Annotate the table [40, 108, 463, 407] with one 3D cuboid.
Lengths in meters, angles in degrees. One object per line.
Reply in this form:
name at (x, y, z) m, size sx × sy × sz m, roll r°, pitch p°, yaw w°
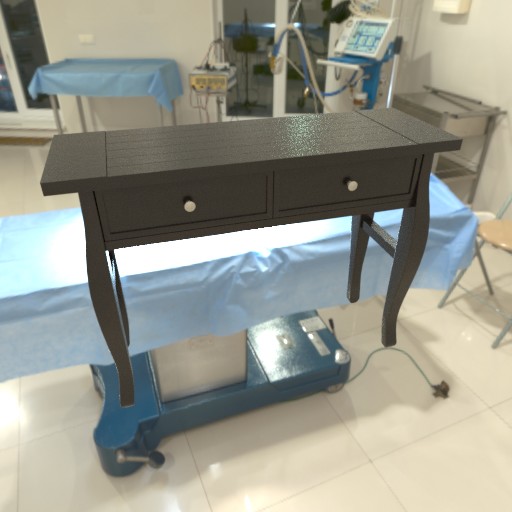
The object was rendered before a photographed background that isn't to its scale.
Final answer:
table at (0.000, 0.000, 1.416) m, size 1.062 × 0.768 × 0.373 m, roll -9°, pitch 33°, yaw -14°
